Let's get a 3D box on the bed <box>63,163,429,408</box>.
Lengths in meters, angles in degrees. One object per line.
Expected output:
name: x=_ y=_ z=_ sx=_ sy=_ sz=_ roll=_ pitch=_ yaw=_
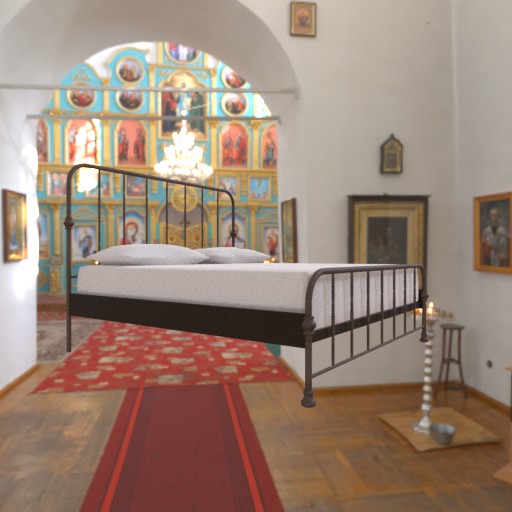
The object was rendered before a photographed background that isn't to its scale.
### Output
bed: x=0.000 y=0.000 z=3.530 sx=2.134 sy=1.446 sz=2.044 roll=0 pitch=0 yaw=36
